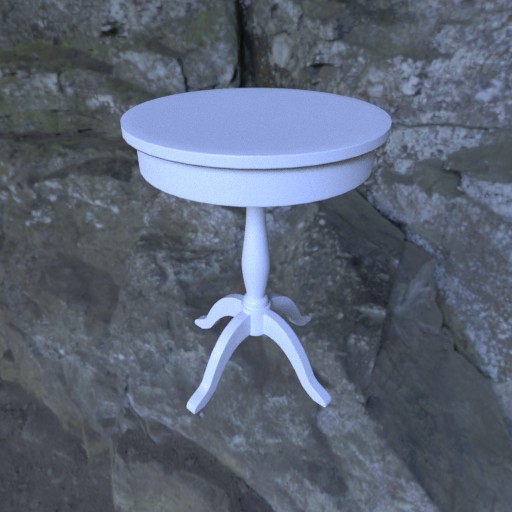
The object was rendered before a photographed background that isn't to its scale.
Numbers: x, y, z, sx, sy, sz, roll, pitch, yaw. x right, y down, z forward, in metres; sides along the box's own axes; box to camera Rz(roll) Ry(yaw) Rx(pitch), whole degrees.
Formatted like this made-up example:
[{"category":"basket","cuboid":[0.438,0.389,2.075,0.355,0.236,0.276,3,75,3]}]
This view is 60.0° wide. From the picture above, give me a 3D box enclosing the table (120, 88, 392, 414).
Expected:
[{"category":"table","cuboid":[0.000,0.000,1.033,0.513,0.653,0.513,0,31,0]}]
